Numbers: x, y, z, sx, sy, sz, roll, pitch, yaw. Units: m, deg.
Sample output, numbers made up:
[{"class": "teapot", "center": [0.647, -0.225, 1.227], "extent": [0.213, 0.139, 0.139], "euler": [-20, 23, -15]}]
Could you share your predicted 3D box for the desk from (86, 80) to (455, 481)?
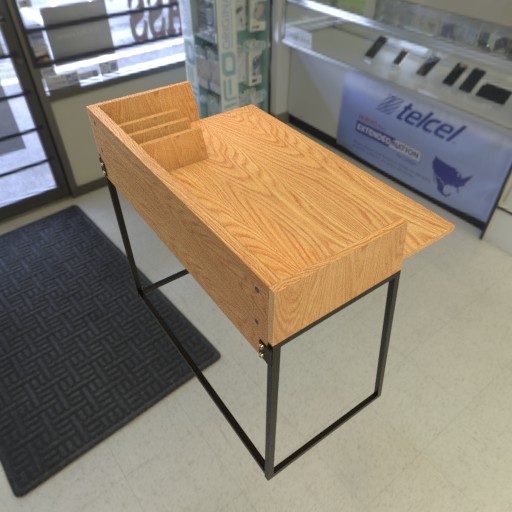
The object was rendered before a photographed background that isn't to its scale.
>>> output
[{"class": "desk", "center": [0.000, 0.000, 1.854], "extent": [0.769, 1.061, 1.191], "euler": [-26, 48, -25]}]
